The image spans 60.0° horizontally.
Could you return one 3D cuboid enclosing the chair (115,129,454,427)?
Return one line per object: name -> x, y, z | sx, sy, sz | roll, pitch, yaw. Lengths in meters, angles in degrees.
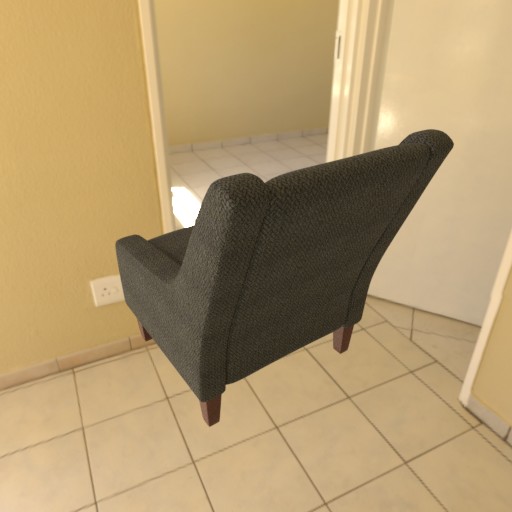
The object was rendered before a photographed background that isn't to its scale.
chair -> 0.000, 0.000, 1.679 | 0.793, 1.012, 0.944 | -20, 35, -30
